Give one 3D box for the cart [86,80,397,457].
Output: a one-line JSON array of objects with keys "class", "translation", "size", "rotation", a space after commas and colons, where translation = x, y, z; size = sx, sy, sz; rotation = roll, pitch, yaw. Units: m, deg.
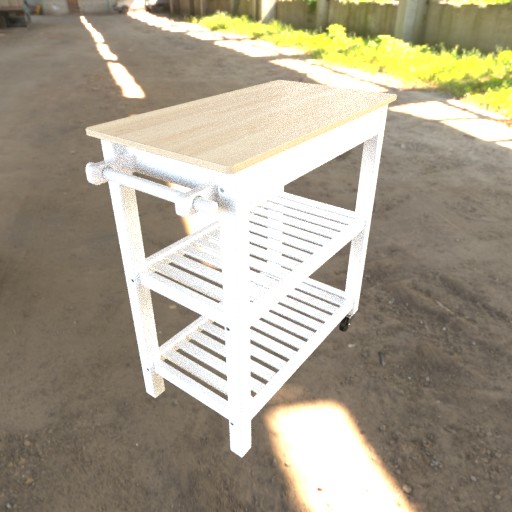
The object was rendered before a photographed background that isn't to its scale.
[{"class": "cart", "translation": [0.000, 0.000, 1.454], "size": [0.457, 0.927, 0.899], "rotation": [21, 37, 31]}]
